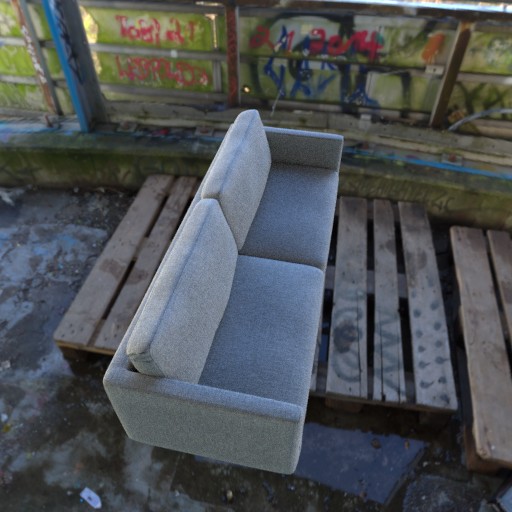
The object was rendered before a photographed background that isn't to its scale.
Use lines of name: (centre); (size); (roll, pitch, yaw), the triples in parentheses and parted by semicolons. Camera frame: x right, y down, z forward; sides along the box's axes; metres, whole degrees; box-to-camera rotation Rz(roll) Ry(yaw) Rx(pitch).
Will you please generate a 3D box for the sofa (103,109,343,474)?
sofa: (0.000, 0.000, 2.950); (0.948, 0.951, 2.434); (9, 46, 8)
